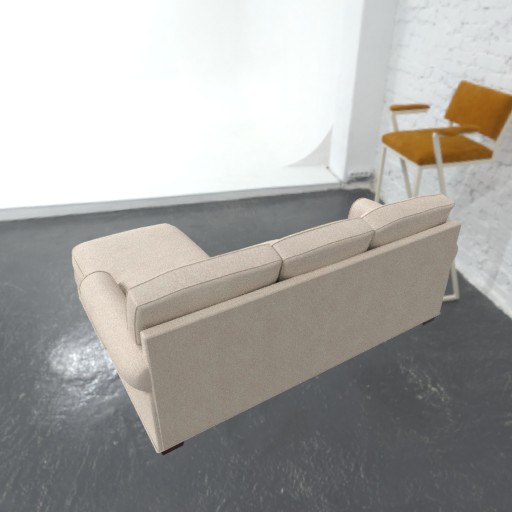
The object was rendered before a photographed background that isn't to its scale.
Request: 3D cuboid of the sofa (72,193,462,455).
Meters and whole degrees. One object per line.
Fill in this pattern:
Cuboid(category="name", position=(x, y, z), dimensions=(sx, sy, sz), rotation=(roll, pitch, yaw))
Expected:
Cuboid(category="sofa", position=(0.000, 0.000, 2.352), dimensions=(1.770, 0.734, 1.226), rotation=(-17, 34, -27))
